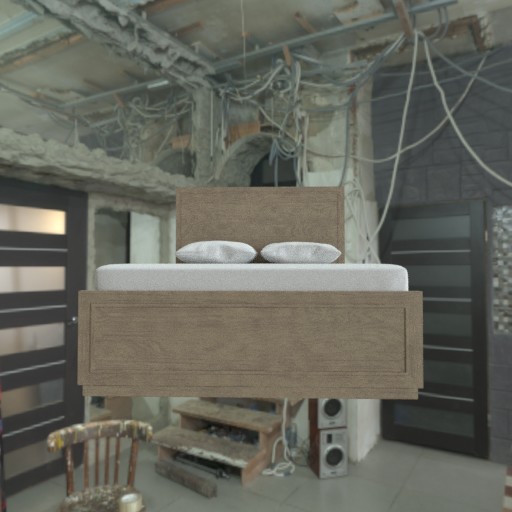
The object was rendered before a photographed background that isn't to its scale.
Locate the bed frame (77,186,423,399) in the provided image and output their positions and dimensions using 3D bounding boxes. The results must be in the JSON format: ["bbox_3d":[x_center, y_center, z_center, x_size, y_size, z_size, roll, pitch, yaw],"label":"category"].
[{"bbox_3d":[0.000,0.000,3.160,1.606,1.369,2.189,0,-1,2],"label":"bed frame"}]
